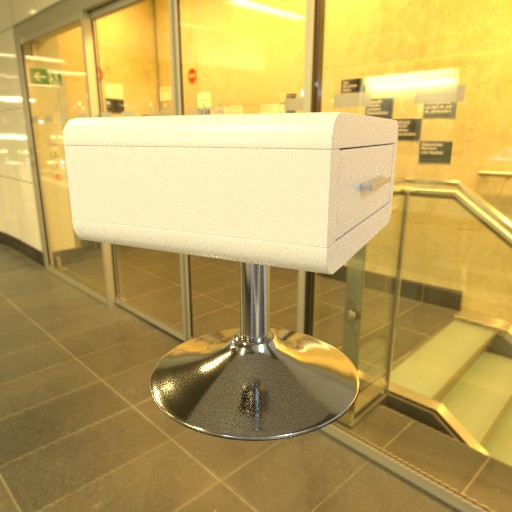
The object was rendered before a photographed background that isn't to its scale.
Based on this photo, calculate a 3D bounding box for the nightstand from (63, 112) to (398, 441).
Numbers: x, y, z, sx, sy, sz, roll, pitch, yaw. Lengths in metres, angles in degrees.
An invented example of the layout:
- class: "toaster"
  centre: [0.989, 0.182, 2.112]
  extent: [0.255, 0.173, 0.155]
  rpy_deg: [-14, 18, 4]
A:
- class: "nightstand"
  centre: [0.000, 0.000, 0.755]
  extent: [0.404, 0.447, 0.399]
  rpy_deg: [8, 17, 25]
